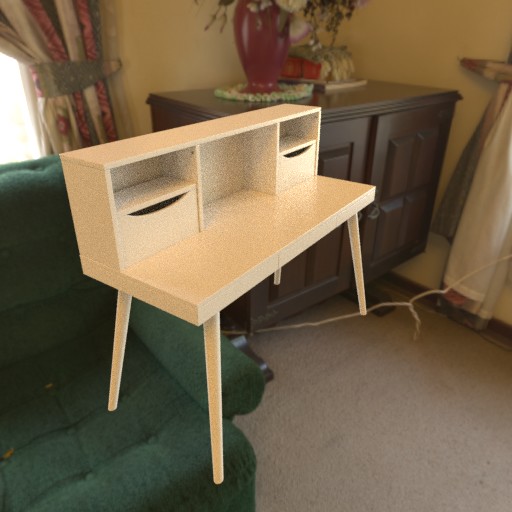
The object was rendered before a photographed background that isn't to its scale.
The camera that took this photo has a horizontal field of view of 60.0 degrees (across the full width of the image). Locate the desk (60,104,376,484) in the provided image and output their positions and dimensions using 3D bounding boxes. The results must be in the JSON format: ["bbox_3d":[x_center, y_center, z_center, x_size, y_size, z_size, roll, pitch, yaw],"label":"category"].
[{"bbox_3d":[0.000,0.000,1.775,0.559,0.990,1.199,18,32,31],"label":"desk"}]
